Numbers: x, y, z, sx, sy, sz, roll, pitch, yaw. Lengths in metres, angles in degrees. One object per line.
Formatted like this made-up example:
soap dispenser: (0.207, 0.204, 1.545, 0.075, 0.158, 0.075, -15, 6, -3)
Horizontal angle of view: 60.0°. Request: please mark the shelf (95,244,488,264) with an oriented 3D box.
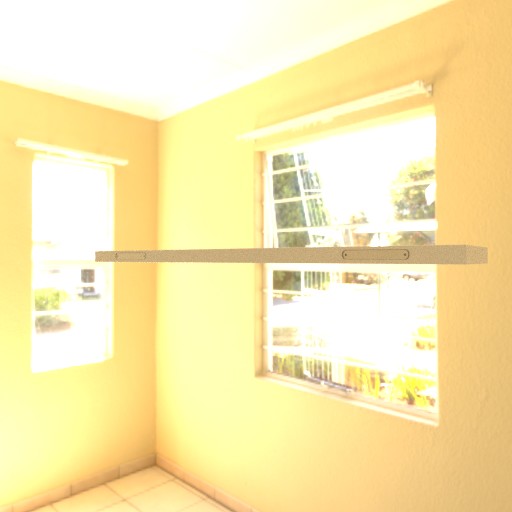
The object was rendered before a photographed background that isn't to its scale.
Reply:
shelf: (0.000, 0.000, 0.673, 0.610, 0.020, 0.140, 0, 0, 36)
